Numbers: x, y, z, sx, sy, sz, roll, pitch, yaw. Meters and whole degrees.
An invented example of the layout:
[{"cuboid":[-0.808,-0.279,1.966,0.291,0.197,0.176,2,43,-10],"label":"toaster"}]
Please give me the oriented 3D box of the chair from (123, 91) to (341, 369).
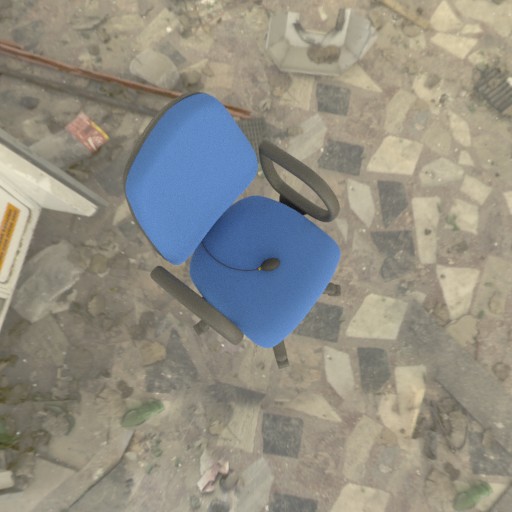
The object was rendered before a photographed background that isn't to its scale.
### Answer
[{"cuboid":[0.000,0.000,1.247,0.549,0.905,0.552,37,78,9],"label":"chair"}]
